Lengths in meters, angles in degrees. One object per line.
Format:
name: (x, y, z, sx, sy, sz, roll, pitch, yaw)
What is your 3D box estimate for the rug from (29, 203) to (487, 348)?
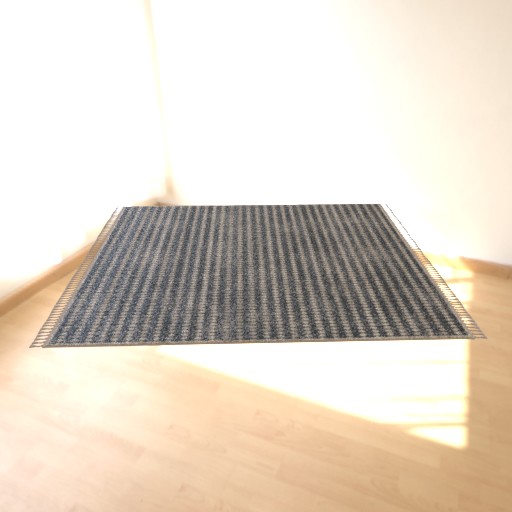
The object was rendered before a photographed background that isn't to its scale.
rug: (0.000, 0.000, 3.784, 2.910, 0.013, 2.256, -1, 29, -2)
